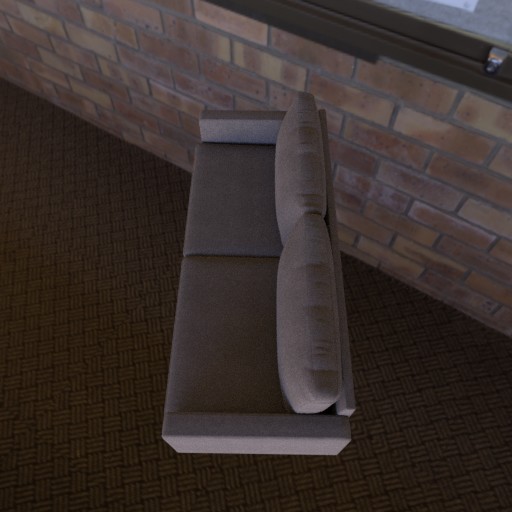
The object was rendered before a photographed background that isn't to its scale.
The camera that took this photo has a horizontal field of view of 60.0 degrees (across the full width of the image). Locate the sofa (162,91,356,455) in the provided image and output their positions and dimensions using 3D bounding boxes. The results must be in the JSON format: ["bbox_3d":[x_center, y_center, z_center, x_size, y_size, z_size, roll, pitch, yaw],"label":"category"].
[{"bbox_3d":[0.000,0.000,2.632,0.880,0.880,2.100,1,58,0],"label":"sofa"}]
